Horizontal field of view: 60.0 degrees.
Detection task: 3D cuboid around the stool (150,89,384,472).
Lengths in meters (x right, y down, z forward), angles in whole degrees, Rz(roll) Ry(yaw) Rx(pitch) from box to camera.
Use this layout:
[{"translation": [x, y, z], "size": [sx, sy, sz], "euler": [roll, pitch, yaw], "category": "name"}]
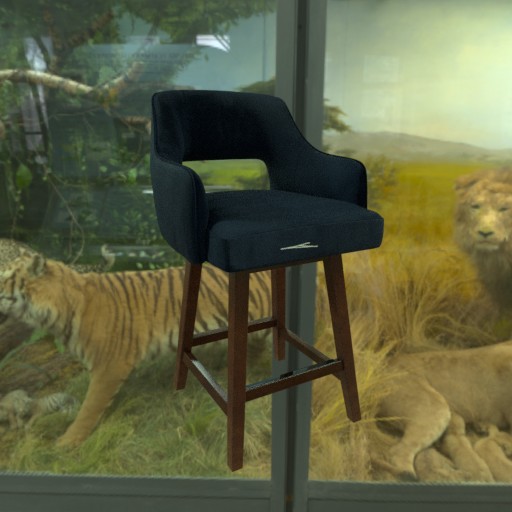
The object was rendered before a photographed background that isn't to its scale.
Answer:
[{"translation": [0.000, 0.000, 1.287], "size": [0.550, 0.940, 0.560], "euler": [-9, 18, -28], "category": "stool"}]
